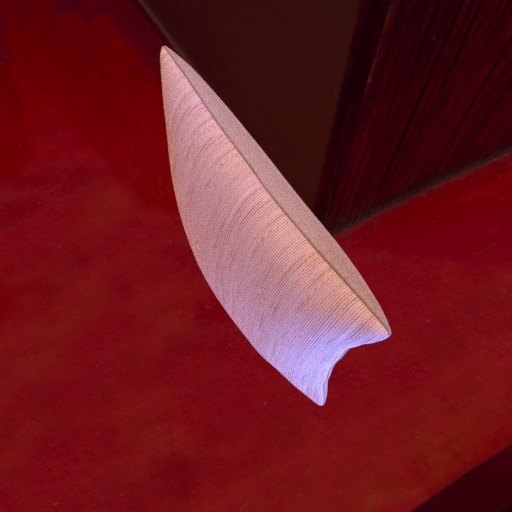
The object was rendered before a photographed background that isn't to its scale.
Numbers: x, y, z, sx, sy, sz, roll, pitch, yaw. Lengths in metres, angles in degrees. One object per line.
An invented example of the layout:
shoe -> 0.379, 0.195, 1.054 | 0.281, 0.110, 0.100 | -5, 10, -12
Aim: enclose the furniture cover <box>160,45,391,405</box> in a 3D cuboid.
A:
furniture cover -> 0.000, 0.000, 0.769 | 0.178, 0.506, 0.512 | -30, 68, -13
